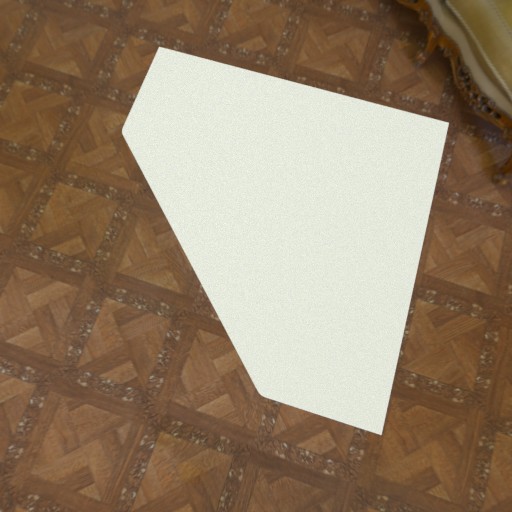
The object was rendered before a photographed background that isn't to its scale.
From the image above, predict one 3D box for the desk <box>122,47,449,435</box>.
[{"bbox_3d":[0.000,0.000,1.655,0.940,0.818,0.926,17,74,5],"label":"desk"}]
